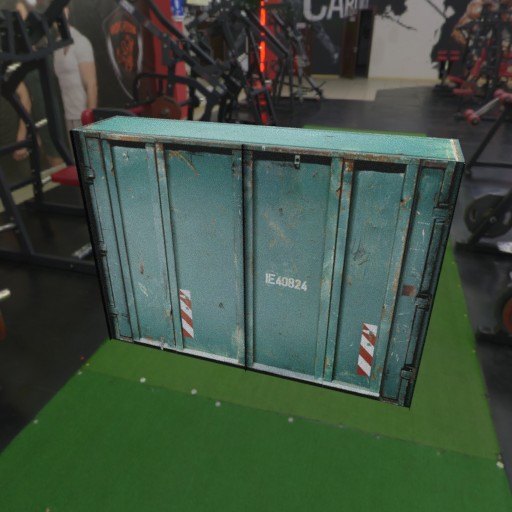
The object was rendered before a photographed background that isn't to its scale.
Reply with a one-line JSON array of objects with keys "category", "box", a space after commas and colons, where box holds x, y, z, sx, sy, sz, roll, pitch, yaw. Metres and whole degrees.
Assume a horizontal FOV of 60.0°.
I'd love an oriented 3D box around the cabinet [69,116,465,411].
[{"category": "cabinet", "box": [0.000, 0.000, 3.996, 3.001, 2.160, 0.680, 9, 29, 16]}]
